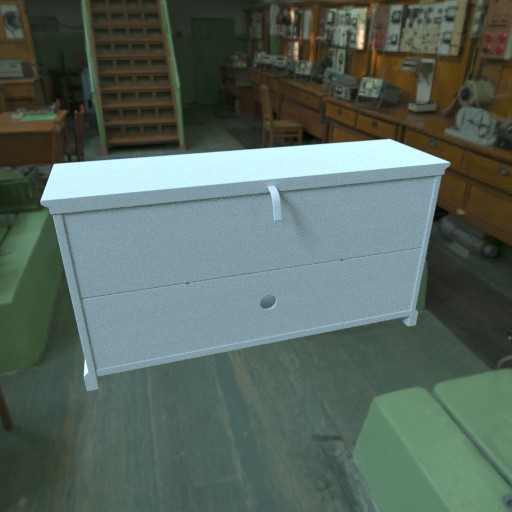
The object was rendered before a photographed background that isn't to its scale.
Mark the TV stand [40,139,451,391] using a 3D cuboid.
[{"bbox_3d":[0.000,0.000,1.499,1.187,0.624,0.424,-8,28,-15],"label":"TV stand"}]
